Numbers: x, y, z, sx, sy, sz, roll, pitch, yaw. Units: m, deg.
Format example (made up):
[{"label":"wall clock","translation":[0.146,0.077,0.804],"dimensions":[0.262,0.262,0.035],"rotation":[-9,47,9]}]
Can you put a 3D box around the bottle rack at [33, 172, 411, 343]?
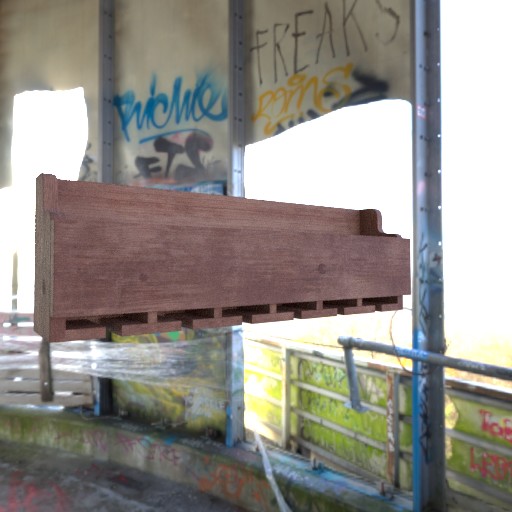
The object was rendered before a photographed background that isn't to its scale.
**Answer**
[{"label":"bottle rack","translation":[0.000,0.000,0.693],"dimensions":[0.608,0.196,0.126],"rotation":[1,-1,-35]}]
